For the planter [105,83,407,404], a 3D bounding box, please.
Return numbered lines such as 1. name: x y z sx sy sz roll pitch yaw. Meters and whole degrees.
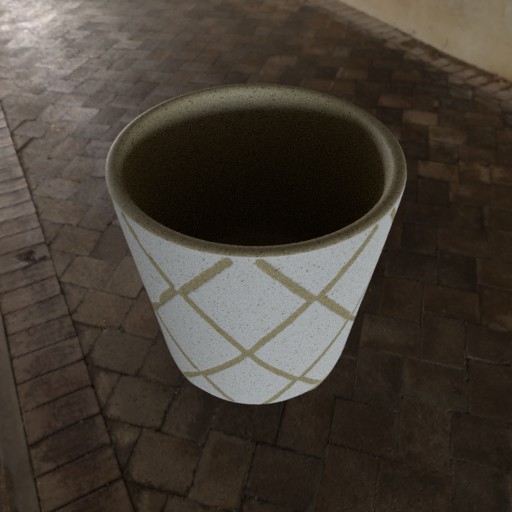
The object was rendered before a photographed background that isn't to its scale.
1. planter: 0.000 0.000 0.358 0.191 0.199 0.191 0 46 0
